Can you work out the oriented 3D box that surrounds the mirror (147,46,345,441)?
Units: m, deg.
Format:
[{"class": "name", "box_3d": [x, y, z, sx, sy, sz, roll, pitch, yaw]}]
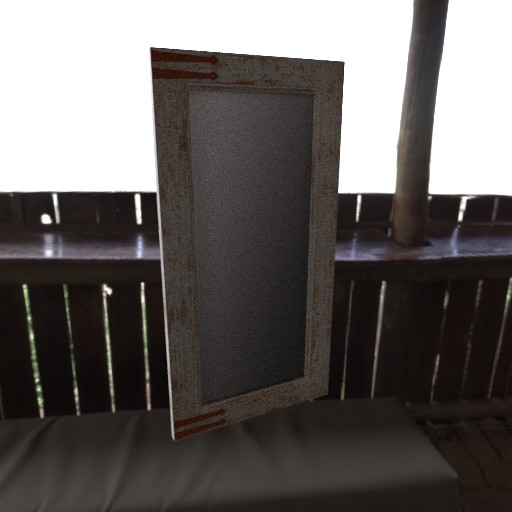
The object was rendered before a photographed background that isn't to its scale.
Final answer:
[{"class": "mirror", "box_3d": [0.000, 0.000, 1.106, 0.472, 0.922, 0.027, -8, 18, -25]}]
